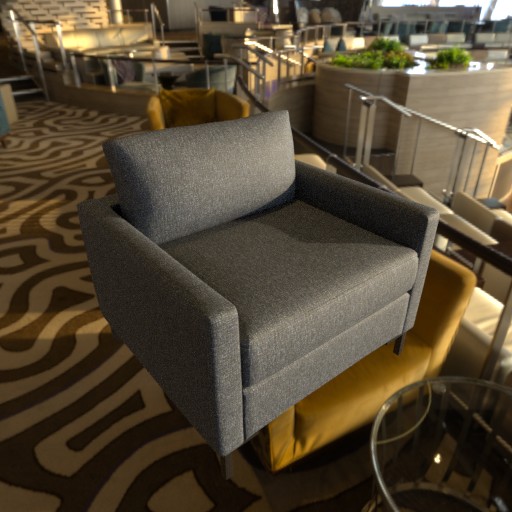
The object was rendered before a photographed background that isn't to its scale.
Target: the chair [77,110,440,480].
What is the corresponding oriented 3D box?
[{"bbox_3d":[0.000,0.000,1.606,0.963,0.861,0.866,-22,37,-33],"label":"chair"}]
